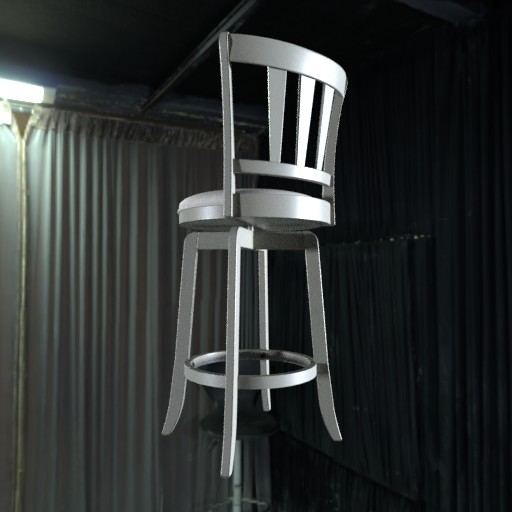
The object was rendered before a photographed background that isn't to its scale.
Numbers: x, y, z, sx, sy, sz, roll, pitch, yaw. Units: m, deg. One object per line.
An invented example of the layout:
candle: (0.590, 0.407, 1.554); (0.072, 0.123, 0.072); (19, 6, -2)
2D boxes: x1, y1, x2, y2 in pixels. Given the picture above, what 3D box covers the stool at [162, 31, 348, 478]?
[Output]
stool: (0.000, 0.000, 1.272); (0.436, 1.042, 0.475); (1, -2, -36)
